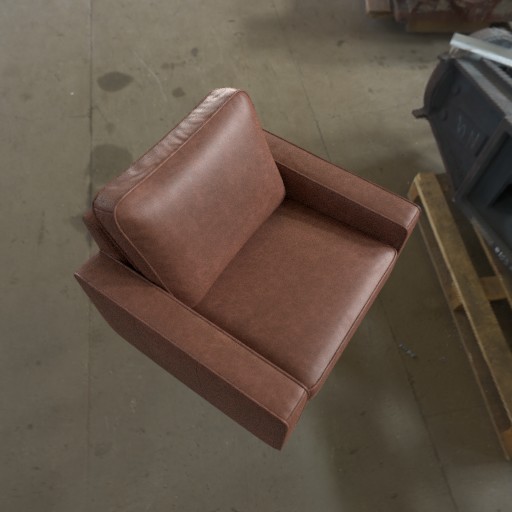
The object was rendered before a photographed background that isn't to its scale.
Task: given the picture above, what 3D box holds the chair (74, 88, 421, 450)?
[{"bbox_3d":[0.000,0.000,1.751,0.940,0.919,1.017,31,64,17],"label":"chair"}]
